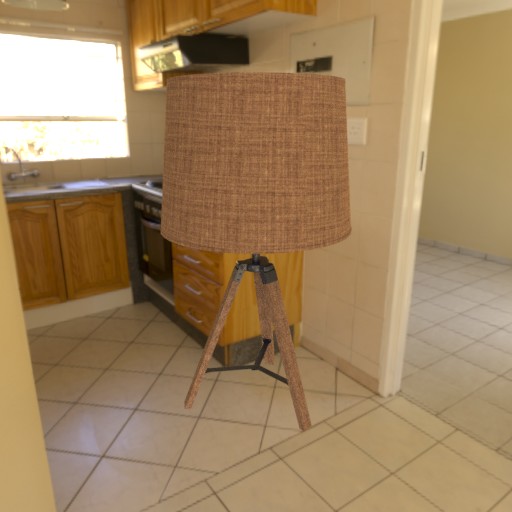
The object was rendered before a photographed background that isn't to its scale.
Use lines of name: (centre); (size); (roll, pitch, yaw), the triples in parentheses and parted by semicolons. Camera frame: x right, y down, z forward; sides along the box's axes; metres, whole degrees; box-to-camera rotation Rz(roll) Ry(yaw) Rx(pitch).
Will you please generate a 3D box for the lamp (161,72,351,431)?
lamp: (0.000, 0.000, 0.699); (0.290, 0.514, 0.290); (0, 17, 0)
